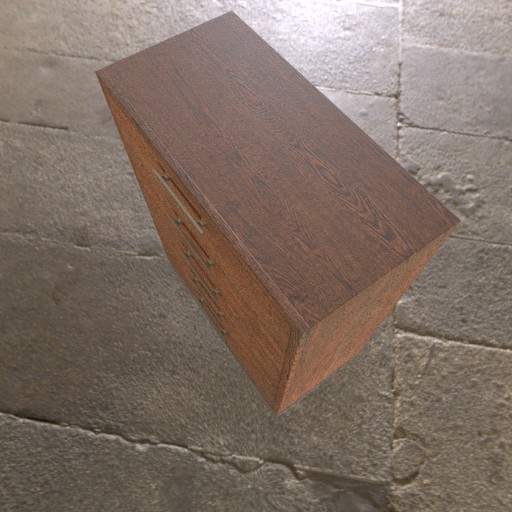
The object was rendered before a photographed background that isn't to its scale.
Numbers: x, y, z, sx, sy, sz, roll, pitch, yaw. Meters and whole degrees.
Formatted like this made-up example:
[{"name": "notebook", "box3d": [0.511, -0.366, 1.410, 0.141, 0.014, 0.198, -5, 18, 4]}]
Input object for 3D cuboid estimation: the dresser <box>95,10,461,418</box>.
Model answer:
[{"name": "dresser", "box3d": [0.000, 0.000, 1.748, 0.508, 1.321, 0.965, -32, 67, -15]}]
